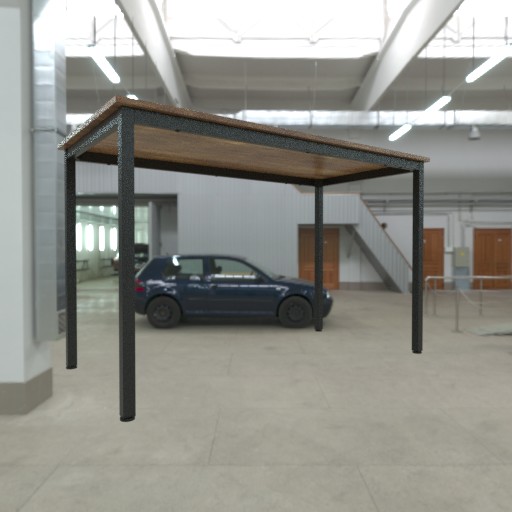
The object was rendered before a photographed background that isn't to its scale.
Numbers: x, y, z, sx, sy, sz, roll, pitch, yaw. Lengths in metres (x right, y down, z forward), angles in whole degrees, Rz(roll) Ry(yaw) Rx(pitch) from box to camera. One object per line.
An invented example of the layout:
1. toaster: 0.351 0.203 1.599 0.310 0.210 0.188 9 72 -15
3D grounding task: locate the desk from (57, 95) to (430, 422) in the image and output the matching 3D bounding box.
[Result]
1. desk: 0.000 0.000 1.590 1.200 0.749 0.600 -1 1 -36
